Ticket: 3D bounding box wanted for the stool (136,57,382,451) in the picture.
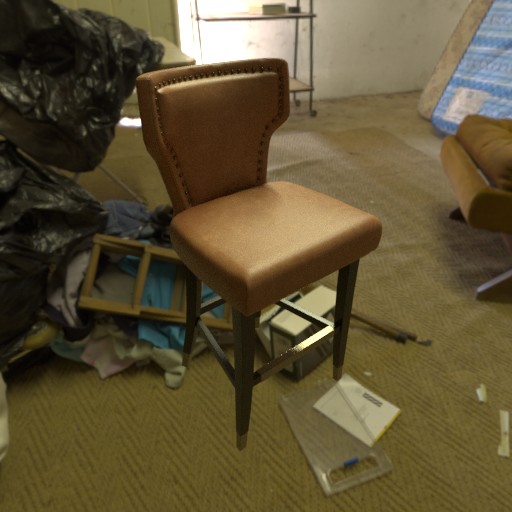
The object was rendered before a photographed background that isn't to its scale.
[{"bbox_3d":[0.000,0.000,1.413,0.526,1.092,0.563,-24,39,-32],"label":"stool"}]
